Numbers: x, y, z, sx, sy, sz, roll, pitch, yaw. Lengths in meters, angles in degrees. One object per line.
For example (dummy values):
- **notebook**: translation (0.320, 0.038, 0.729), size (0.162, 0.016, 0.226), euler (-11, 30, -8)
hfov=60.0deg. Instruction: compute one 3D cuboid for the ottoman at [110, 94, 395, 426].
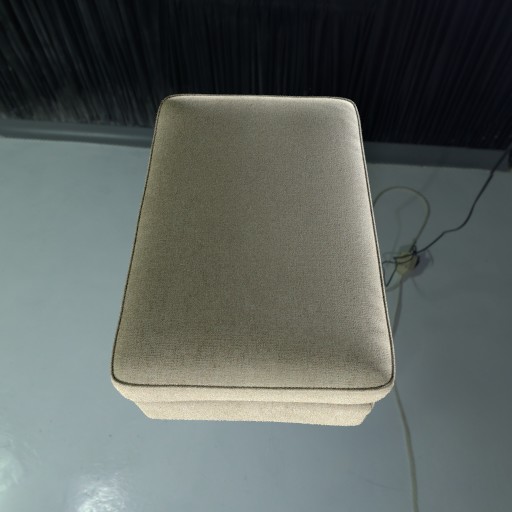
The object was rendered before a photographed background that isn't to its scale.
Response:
- **ottoman**: translation (0.000, 0.000, 1.250), size (0.583, 0.484, 0.862), euler (1, 59, 0)
